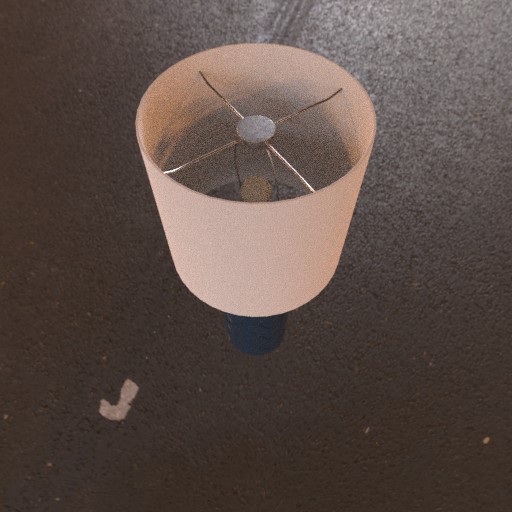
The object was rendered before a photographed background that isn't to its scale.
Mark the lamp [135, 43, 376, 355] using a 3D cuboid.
[{"bbox_3d":[0.000,0.000,0.577,0.207,0.461,0.207,-30,62,-18],"label":"lamp"}]
